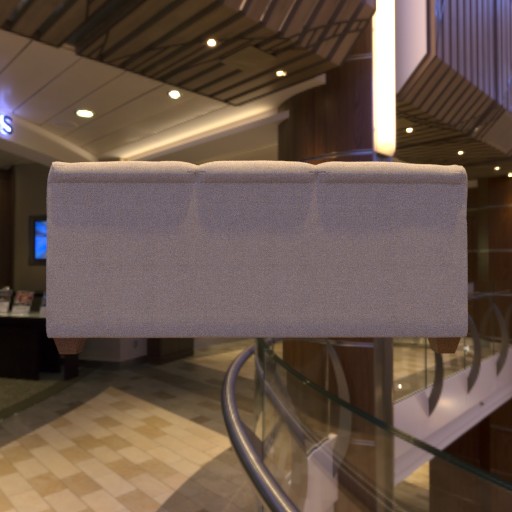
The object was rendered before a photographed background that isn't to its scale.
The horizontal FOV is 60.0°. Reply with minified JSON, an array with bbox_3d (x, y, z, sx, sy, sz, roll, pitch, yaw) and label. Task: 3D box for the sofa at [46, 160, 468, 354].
[{"bbox_3d":[0.000,0.000,2.581,2.024,0.958,0.997,0,-1,0],"label":"sofa"}]
